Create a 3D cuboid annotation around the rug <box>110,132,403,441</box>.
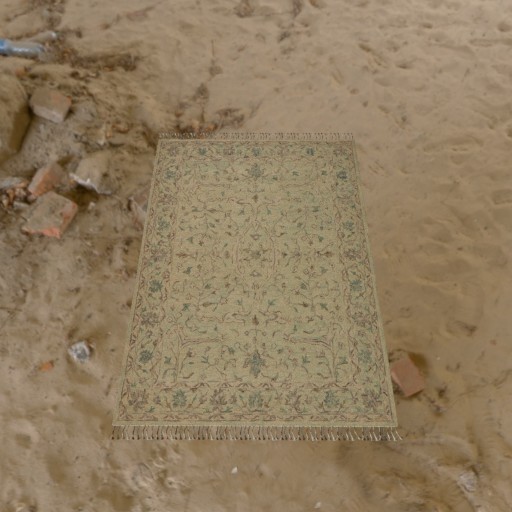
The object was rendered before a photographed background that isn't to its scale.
[{"bbox_3d":[0.000,0.000,2.321,1.247,0.008,1.802,0,59,0],"label":"rug"}]
